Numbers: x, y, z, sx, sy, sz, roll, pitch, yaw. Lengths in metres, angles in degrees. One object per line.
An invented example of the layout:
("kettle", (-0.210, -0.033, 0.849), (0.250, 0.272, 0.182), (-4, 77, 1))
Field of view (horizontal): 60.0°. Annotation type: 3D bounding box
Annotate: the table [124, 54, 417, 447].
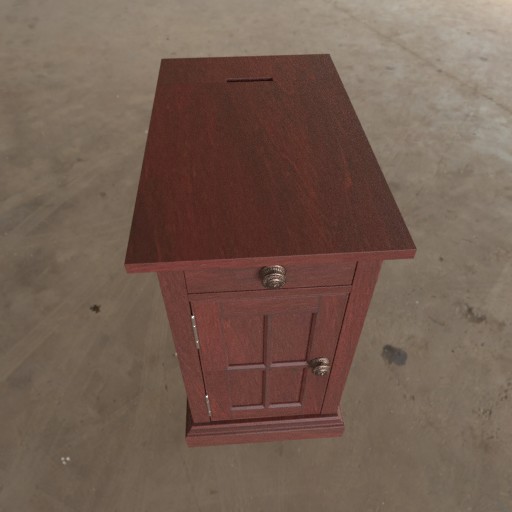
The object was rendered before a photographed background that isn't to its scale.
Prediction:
("table", (0.000, 0.000, 0.957), (0.356, 0.612, 0.584), (-3, 47, -3))
